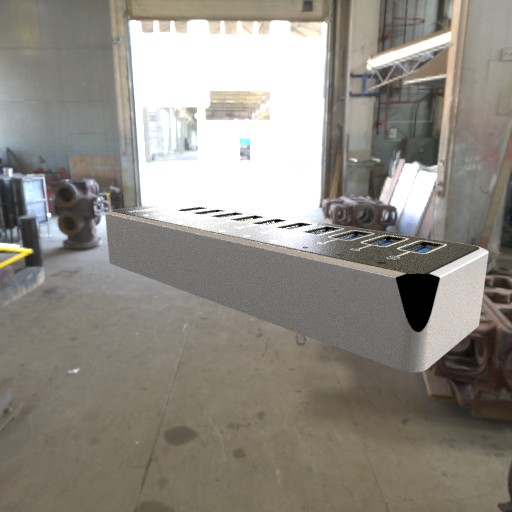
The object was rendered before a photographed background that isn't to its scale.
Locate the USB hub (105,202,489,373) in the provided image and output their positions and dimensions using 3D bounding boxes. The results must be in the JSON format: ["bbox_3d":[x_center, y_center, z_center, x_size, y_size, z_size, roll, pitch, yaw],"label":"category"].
[{"bbox_3d":[0.000,0.000,0.162,0.145,0.023,0.044,13,20,42],"label":"USB hub"}]
